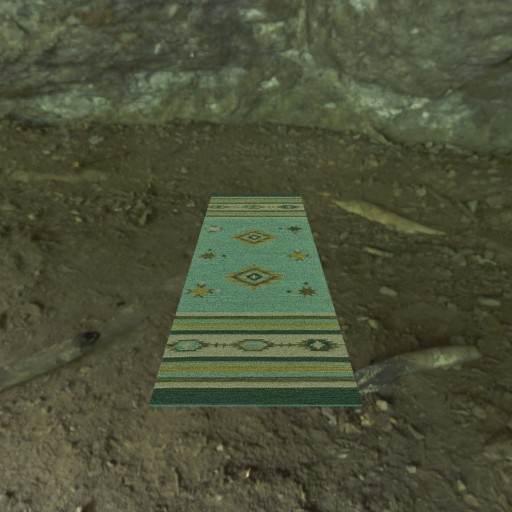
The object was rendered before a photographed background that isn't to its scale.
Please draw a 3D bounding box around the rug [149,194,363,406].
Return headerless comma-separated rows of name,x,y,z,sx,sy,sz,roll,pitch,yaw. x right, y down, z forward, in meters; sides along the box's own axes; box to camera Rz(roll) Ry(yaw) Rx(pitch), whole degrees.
rug,0.000,0.000,2.647,0.744,0.010,2.441,0,25,0
